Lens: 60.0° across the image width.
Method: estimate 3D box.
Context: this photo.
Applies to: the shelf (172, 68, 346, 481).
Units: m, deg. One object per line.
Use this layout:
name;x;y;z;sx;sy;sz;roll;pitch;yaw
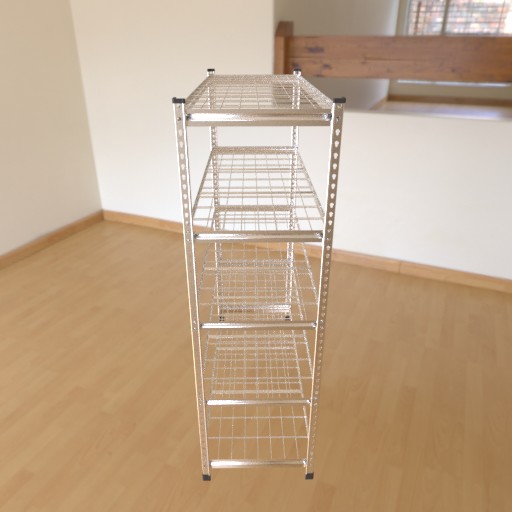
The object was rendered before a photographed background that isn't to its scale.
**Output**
shelf;0.000;0.000;2.663;0.610;1.981;1.524;0;27;-1
